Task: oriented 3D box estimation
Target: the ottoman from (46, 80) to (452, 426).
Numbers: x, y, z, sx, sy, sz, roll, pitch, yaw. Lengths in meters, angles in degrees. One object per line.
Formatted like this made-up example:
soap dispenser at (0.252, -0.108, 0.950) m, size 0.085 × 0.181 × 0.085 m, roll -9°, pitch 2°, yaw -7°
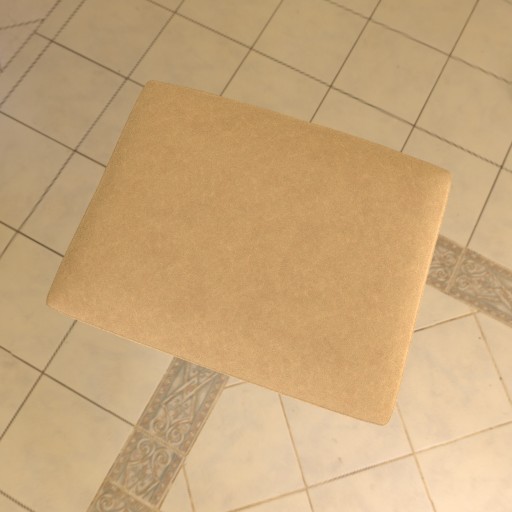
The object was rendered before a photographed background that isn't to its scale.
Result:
ottoman at (0.000, 0.000, 1.114) m, size 0.741 × 0.513 × 0.584 m, roll 18°, pitch 77°, yaw 5°
